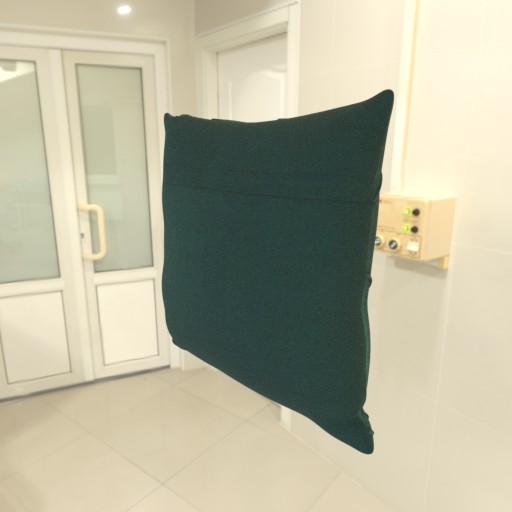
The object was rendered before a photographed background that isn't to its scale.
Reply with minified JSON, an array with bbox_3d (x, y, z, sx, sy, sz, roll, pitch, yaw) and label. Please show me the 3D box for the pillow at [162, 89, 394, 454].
[{"bbox_3d":[0.000,0.000,0.664,0.184,0.440,0.439,-14,20,-43],"label":"pillow"}]
